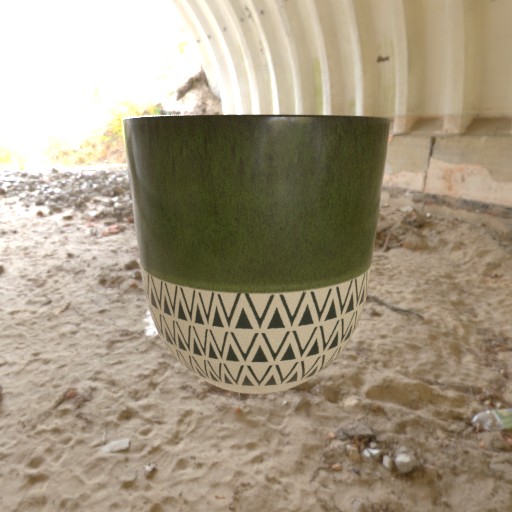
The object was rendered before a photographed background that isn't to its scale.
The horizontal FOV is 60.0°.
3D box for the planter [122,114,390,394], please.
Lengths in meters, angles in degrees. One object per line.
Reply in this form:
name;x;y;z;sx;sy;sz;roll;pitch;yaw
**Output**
planter;0.000;0.000;0.457;0.245;0.270;0.245;0;16;0
